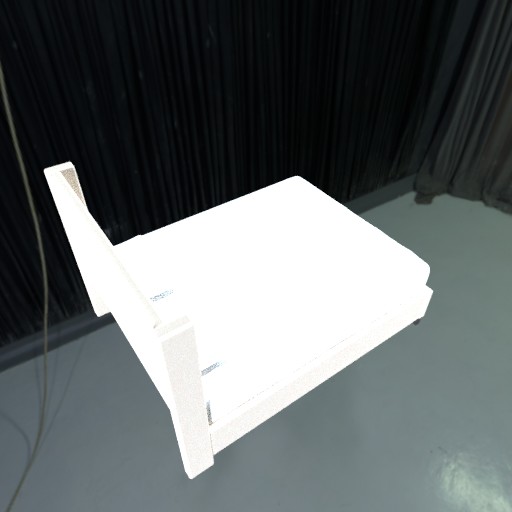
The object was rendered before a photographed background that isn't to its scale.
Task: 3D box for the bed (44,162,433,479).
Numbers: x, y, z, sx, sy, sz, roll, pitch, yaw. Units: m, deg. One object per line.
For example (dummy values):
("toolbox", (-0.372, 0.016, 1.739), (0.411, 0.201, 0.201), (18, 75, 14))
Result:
("bed", (0.000, 0.000, 3.446), (2.293, 1.471, 1.778), (-25, 47, -25))
